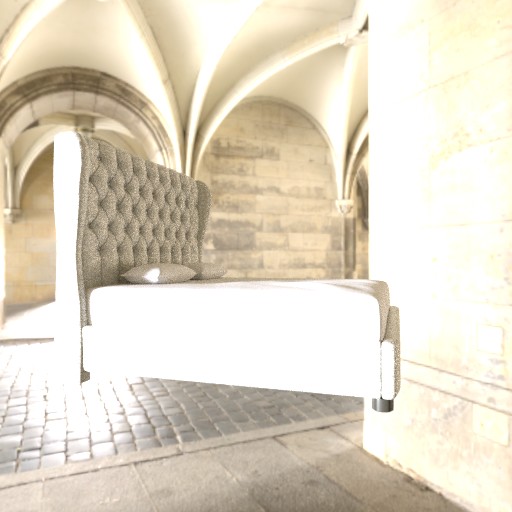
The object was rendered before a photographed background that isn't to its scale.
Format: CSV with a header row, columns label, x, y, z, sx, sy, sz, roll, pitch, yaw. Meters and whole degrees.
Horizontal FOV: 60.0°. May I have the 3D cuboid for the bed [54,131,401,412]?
label,x,y,z,sx,sy,sz,roll,pitch,yaw
bed,0.000,0.000,3.802,2.347,1.771,2.219,0,0,18
